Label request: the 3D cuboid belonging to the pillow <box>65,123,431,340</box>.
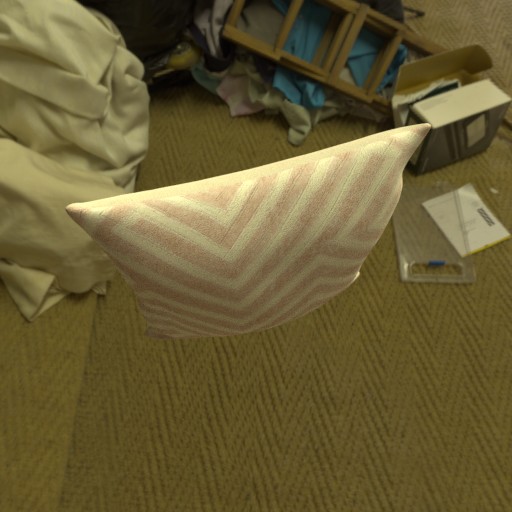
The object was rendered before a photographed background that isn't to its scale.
[{"bbox_3d":[0.000,0.000,0.684,0.440,0.441,0.182,-15,63,-8],"label":"pillow"}]
